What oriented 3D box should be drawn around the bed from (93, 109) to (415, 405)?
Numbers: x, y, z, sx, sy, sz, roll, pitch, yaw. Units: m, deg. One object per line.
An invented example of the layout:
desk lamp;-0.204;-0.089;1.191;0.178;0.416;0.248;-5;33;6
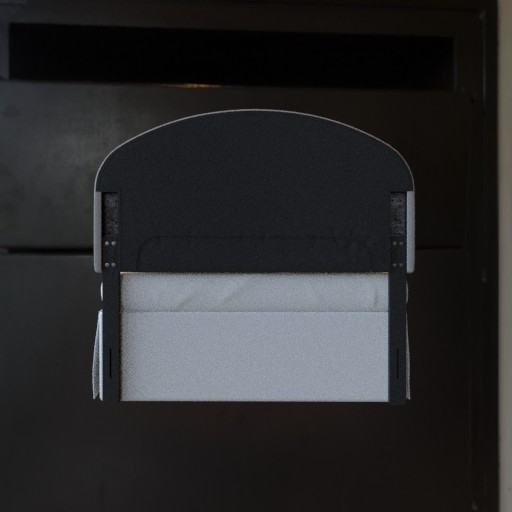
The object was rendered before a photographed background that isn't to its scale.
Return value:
bed;0.000;0.000;3.098;1.607;1.410;2.005;0;0;1
